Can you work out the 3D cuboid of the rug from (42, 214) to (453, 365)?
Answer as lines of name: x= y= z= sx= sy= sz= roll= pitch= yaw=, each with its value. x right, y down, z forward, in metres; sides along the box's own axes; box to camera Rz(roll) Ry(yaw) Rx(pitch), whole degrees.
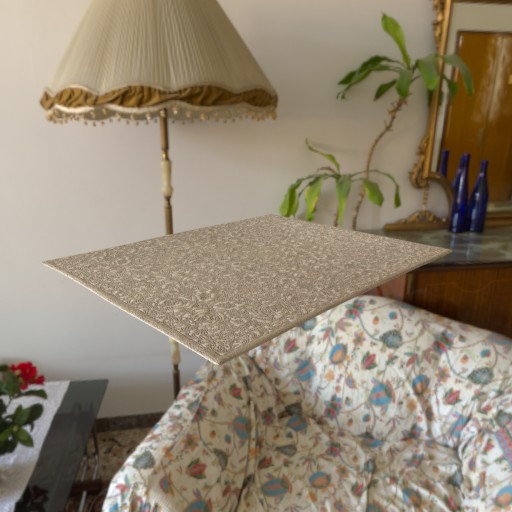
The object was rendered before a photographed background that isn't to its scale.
rug: x=0.000 y=0.000 z=4.169 sx=3.017 sy=0.035 sz=2.472 roll=-16 pitch=23 yaw=-43
